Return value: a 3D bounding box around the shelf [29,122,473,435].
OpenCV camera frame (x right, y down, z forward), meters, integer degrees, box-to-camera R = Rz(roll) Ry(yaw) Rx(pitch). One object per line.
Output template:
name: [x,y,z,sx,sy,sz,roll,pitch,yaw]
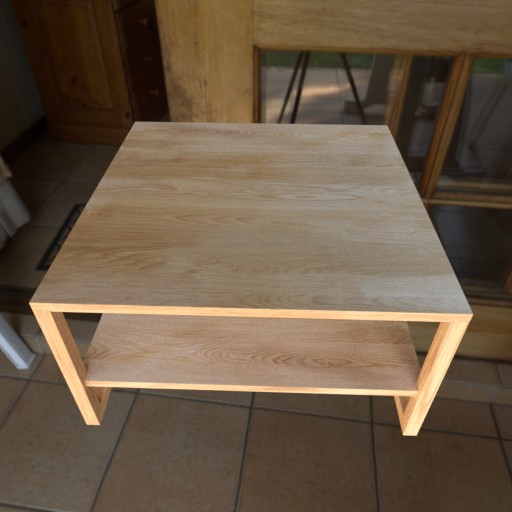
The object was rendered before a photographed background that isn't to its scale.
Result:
shelf: [0.000,0.000,1.393,0.899,0.480,0.899,1,40,2]
